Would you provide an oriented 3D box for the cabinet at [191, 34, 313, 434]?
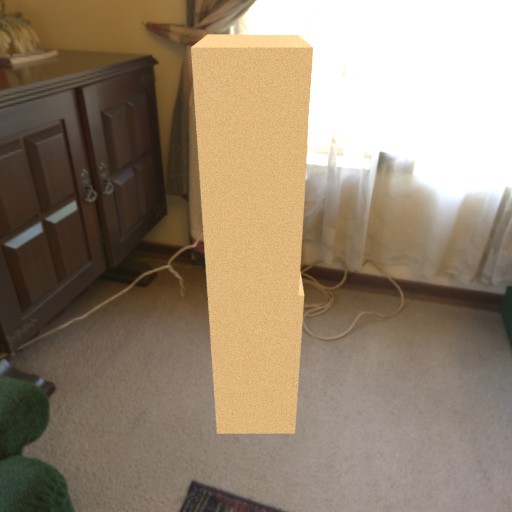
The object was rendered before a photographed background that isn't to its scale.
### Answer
[{"bbox_3d":[0.000,0.000,1.537,0.300,1.350,0.400,0,30,0],"label":"cabinet"}]
